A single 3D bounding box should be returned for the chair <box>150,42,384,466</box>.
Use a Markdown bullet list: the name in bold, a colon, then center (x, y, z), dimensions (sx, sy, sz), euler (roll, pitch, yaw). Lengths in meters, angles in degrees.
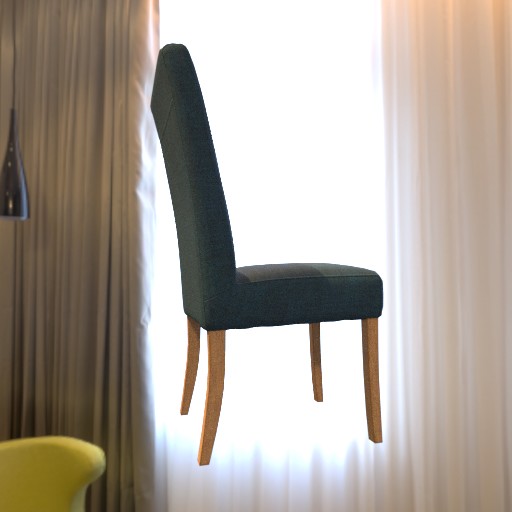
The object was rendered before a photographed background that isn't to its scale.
- **chair**: center (0.000, 0.000, 1.339), dimensions (0.610, 1.029, 0.450), euler (0, -1, -16)
